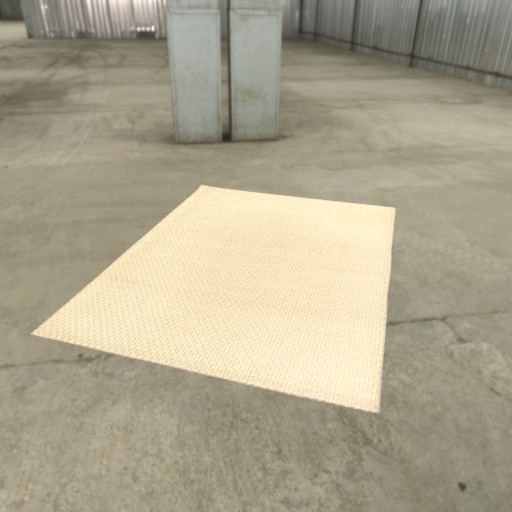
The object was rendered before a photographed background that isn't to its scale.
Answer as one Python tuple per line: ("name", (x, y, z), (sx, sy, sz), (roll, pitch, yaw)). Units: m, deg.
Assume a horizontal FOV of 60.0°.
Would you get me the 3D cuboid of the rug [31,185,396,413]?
("rug", (0.000, 0.000, 3.874), (2.277, 0.035, 2.897), (9, 31, 15))
